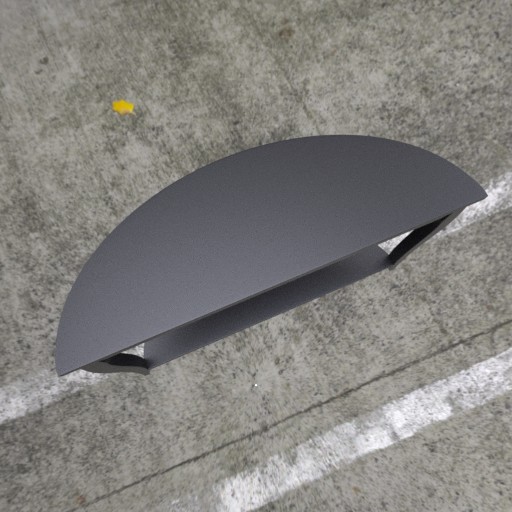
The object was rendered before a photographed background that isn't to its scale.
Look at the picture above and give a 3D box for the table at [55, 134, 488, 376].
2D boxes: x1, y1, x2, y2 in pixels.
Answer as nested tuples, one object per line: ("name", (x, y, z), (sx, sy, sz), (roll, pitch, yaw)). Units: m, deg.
("table", (0.000, 0.000, 1.574), (1.219, 0.780, 0.394), (-22, 75, -6))
